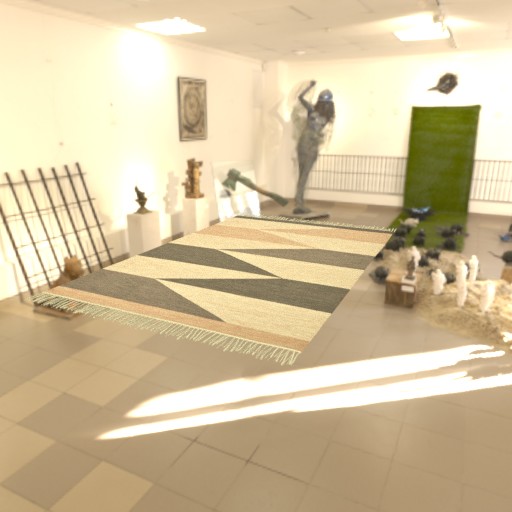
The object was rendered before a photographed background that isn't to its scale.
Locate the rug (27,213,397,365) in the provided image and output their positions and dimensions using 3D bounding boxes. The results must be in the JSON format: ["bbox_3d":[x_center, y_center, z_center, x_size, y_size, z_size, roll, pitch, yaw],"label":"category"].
[{"bbox_3d":[0.000,0.000,2.504,1.224,0.027,2.021,8,19,25],"label":"rug"}]
